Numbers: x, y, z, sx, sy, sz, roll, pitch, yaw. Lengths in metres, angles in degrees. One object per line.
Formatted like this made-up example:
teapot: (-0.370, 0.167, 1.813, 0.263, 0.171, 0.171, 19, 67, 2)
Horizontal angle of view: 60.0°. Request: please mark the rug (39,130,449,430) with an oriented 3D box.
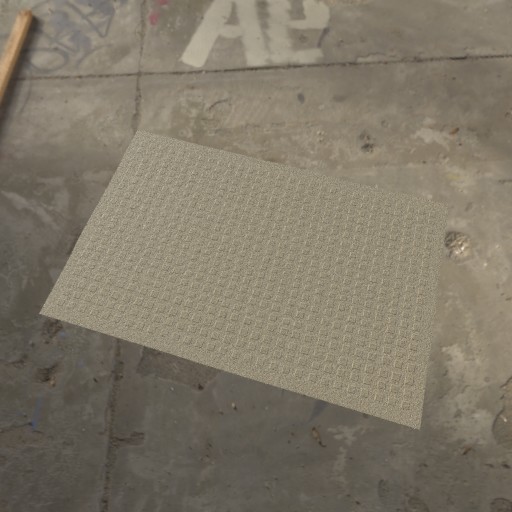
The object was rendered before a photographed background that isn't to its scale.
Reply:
rug: (0.000, 0.000, 2.166, 1.747, 0.006, 1.143, 15, 65, 7)
